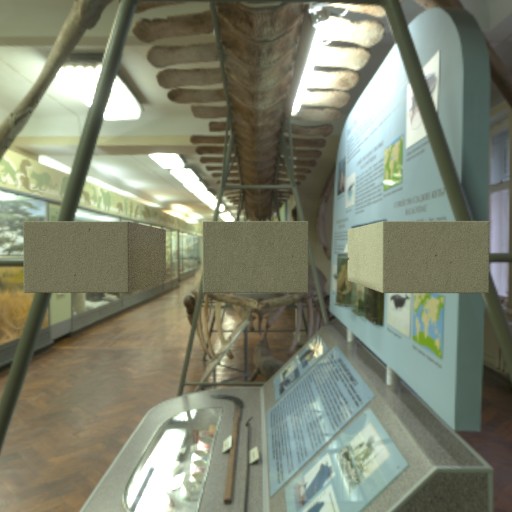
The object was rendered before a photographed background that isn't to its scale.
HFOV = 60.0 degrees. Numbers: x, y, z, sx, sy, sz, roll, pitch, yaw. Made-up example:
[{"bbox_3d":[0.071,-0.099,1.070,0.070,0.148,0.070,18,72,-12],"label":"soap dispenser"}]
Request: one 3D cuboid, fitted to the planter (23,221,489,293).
[{"bbox_3d":[0.000,0.000,0.380,0.333,0.051,0.127,0,1,1],"label":"planter"}]
